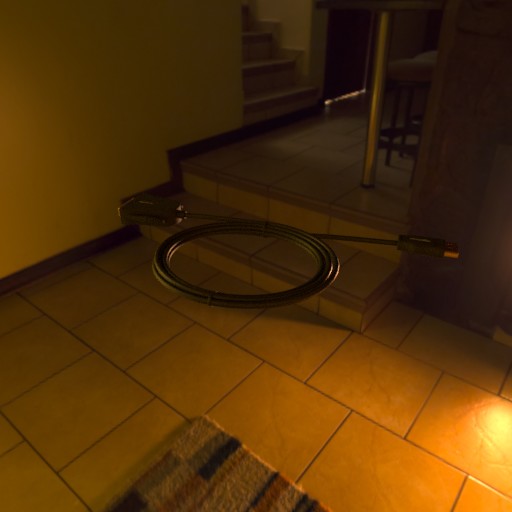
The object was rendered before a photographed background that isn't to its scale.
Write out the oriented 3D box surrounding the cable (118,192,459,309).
[{"bbox_3d":[0.000,0.000,0.326,0.281,0.015,0.136,10,31,16],"label":"cable"}]
